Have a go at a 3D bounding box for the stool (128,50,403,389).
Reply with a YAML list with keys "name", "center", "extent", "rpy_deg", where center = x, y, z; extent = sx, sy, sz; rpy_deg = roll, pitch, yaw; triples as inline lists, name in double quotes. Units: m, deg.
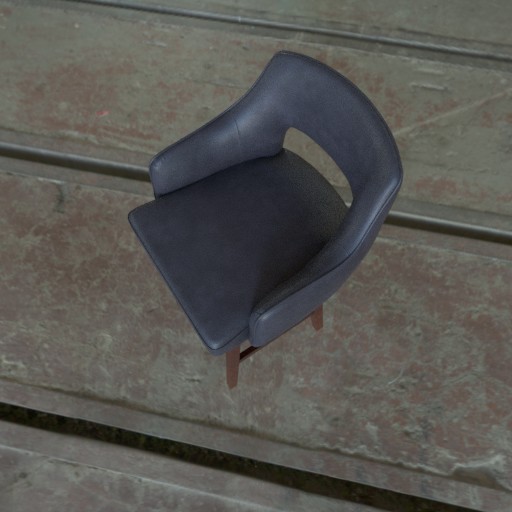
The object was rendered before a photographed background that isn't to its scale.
- name: "stool"
  center: [0.000, 0.000, 1.356]
  extent: [0.560, 1.041, 0.550]
  rpy_deg: [-31, 68, -14]
